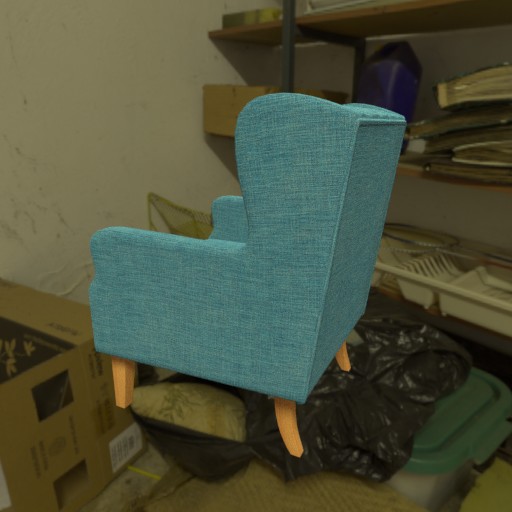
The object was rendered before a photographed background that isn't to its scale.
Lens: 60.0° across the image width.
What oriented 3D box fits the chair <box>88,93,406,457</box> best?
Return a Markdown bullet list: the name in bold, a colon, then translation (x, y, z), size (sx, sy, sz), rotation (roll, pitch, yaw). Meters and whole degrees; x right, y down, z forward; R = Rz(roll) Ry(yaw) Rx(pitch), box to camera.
- **chair**: translation (0.000, 0.000, 1.442), size (0.775, 0.952, 0.711), rotation (8, 19, 26)
